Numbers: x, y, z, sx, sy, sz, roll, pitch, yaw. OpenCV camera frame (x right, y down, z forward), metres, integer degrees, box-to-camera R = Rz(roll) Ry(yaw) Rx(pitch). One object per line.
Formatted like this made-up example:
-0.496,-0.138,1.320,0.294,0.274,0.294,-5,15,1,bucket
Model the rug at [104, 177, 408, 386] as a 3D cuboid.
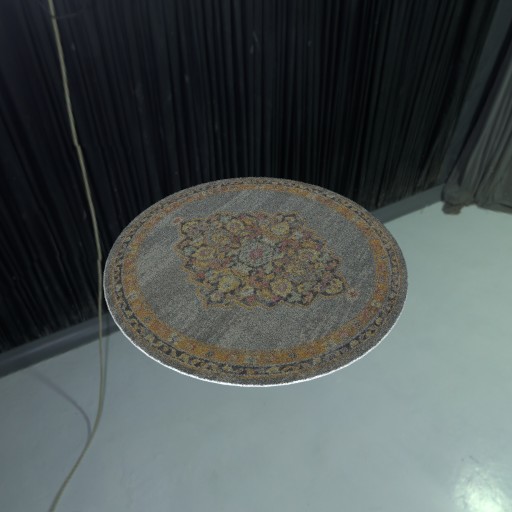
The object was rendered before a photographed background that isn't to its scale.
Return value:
0.000,0.000,2.399,1.598,0.010,1.598,0,42,0,rug
